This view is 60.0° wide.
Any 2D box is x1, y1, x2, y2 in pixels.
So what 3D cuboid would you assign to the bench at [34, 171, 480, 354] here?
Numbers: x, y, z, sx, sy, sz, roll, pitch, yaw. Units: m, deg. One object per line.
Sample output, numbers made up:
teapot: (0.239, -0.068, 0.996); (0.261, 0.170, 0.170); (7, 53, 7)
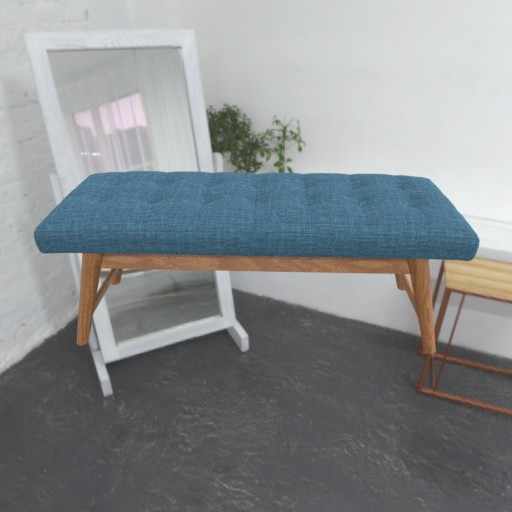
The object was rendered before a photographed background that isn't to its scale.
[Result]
bench: (0.000, 0.000, 1.356); (1.118, 0.432, 0.406); (1, 30, 2)
